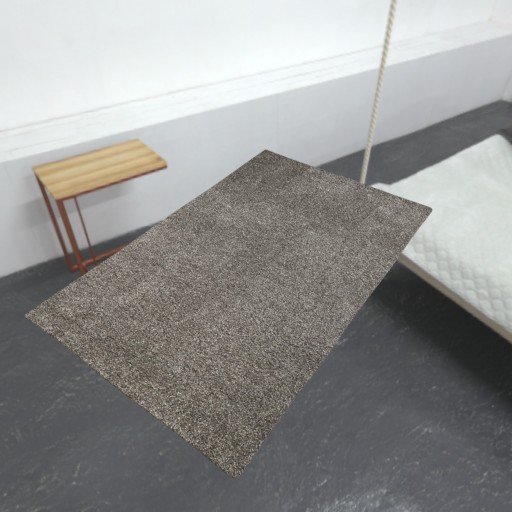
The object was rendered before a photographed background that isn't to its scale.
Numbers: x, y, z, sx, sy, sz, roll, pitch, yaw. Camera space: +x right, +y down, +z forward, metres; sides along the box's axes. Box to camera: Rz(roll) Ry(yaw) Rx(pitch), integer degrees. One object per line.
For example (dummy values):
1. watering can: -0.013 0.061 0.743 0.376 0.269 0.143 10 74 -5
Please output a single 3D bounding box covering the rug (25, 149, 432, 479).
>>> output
1. rug: 0.000 0.000 2.864 1.501 0.025 2.352 26 48 26
